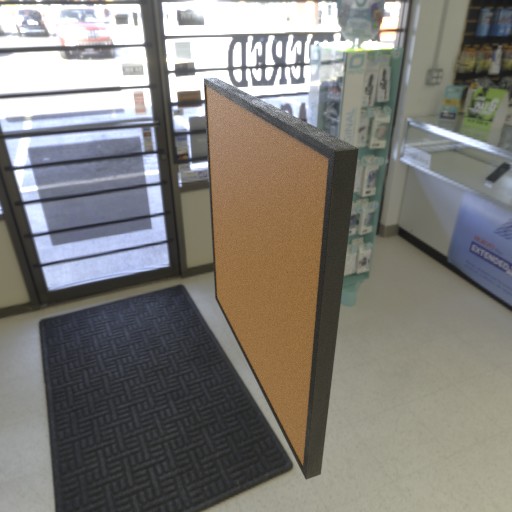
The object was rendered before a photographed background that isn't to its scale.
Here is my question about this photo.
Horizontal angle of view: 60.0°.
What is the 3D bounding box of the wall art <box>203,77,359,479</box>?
[{"bbox_3d":[0.000,0.000,1.140,0.039,0.763,0.763,-10,31,-17],"label":"wall art"}]
